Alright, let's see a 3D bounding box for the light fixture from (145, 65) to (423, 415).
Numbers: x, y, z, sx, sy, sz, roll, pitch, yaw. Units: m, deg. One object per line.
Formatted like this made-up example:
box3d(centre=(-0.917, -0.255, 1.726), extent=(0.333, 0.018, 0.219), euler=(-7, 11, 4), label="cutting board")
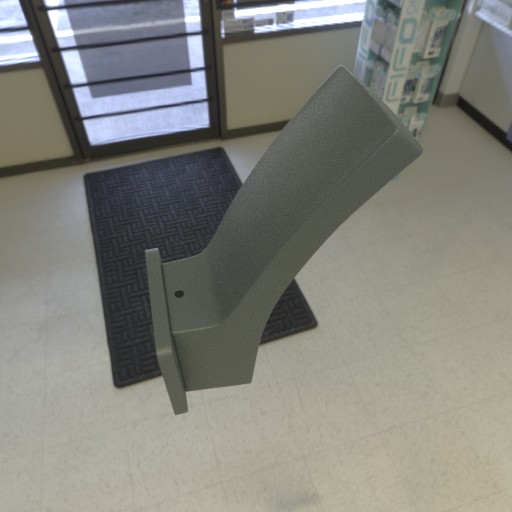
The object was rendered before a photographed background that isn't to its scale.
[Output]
box3d(centre=(0.000, 0.000, 0.331), extent=(0.174, 0.243, 0.108), euler=(-10, 48, -10), label="light fixture")
